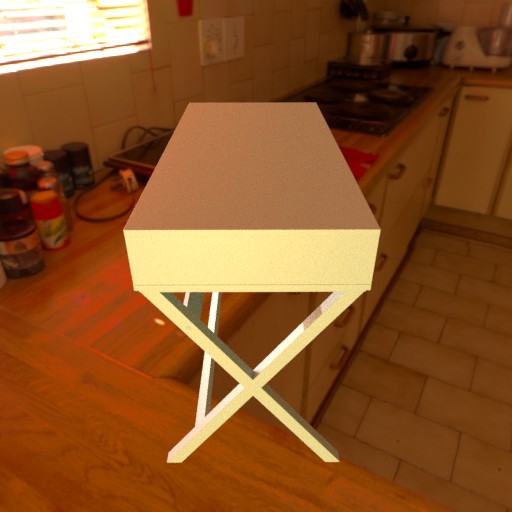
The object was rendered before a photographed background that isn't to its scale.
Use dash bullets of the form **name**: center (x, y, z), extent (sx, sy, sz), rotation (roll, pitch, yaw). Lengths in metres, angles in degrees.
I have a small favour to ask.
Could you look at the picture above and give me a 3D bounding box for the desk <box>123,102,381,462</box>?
- **desk**: center (0.000, 0.000, 1.522), extent (0.525, 0.780, 1.057), rotation (0, 32, 0)
